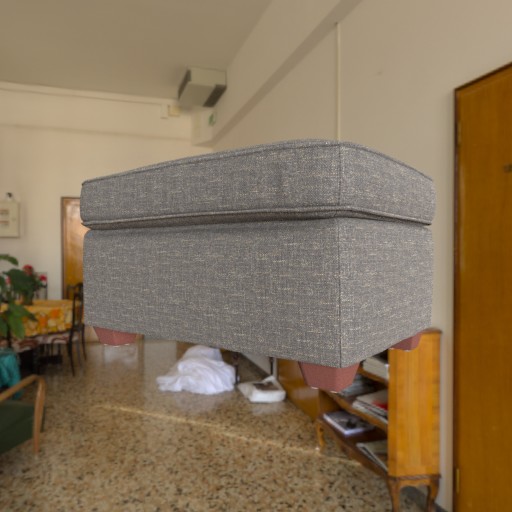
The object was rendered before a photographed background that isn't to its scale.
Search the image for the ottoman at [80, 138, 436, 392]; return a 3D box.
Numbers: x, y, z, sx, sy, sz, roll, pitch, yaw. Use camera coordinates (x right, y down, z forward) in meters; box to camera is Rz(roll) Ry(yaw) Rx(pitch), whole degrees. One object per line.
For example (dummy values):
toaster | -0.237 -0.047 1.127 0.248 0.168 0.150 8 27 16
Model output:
ottoman | 0.000 0.000 1.101 0.749 0.450 0.549 1 1 36
